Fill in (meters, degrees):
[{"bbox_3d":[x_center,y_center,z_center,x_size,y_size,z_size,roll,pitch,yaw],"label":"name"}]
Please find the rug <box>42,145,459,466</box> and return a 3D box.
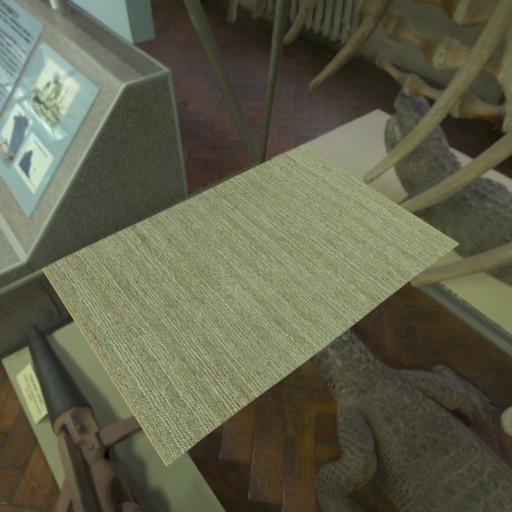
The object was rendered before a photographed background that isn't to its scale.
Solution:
[{"bbox_3d":[0.000,0.000,2.332,1.824,0.010,1.240,-30,54,-25],"label":"rug"}]
